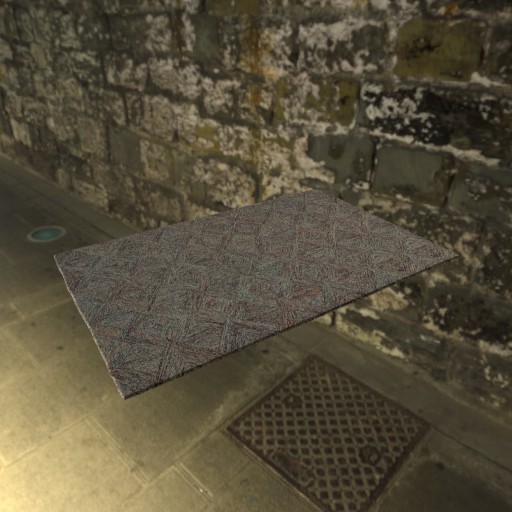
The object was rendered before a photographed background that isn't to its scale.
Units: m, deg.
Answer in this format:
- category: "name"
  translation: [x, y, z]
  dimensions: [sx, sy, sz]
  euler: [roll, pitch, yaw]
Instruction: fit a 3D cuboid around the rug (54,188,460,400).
- category: "rug"
  translation: [0.000, 0.000, 2.269]
  dimensions: [1.761, 0.014, 1.143]
  euler: [-18, 34, -28]
